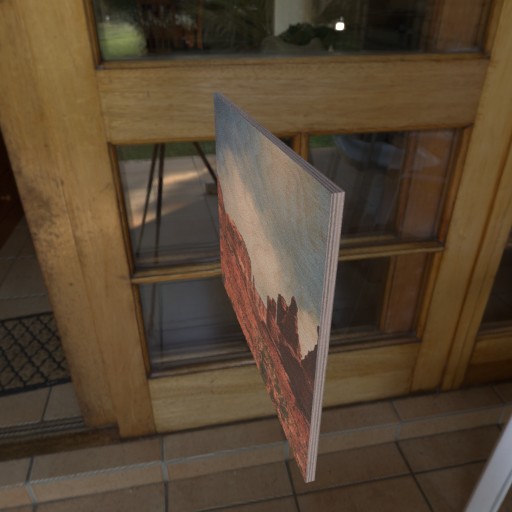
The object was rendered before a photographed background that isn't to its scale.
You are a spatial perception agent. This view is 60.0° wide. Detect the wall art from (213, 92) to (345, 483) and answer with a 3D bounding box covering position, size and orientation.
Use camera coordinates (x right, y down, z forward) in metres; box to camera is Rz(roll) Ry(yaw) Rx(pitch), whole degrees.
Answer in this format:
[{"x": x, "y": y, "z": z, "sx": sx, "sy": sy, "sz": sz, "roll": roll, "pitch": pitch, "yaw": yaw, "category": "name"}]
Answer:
[{"x": 0.000, "y": 0.000, "z": 0.694, "sx": 0.013, "sy": 0.406, "sz": 0.508, "roll": -8, "pitch": 31, "yaw": -14, "category": "wall art"}]
